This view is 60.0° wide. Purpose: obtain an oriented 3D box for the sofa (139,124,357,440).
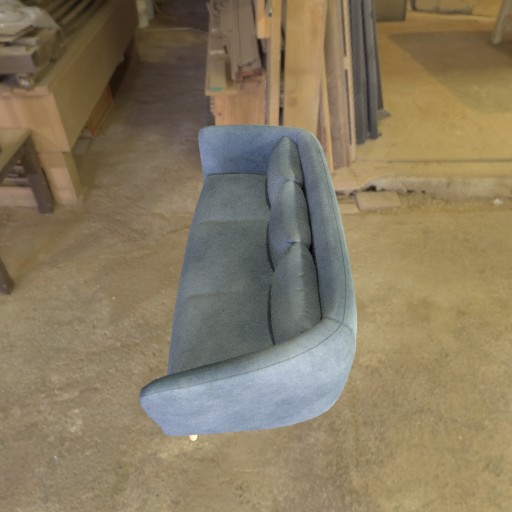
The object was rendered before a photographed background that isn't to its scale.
[{"bbox_3d":[0.000,0.000,2.495,0.849,0.795,2.095,0,41,0],"label":"sofa"}]
